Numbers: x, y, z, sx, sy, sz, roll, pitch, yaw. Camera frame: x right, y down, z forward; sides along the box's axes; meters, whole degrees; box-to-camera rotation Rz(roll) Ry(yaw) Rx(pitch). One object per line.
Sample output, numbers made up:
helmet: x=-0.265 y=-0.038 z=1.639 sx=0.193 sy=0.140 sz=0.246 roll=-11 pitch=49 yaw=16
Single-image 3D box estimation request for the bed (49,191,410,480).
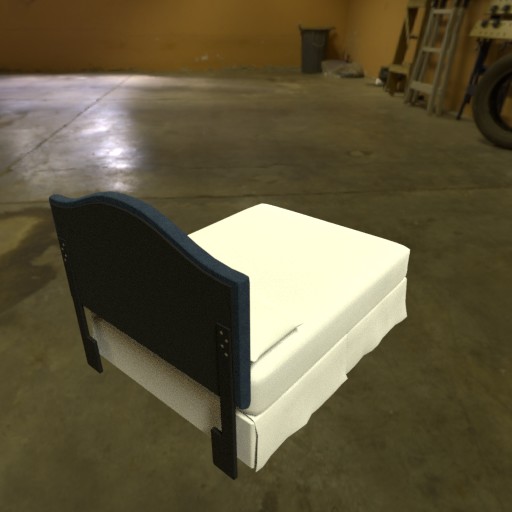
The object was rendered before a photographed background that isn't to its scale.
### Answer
bed: x=0.000 y=0.000 z=3.312 sx=1.713 sy=1.518 sz=2.153 roll=22 pitch=35 yaw=34
